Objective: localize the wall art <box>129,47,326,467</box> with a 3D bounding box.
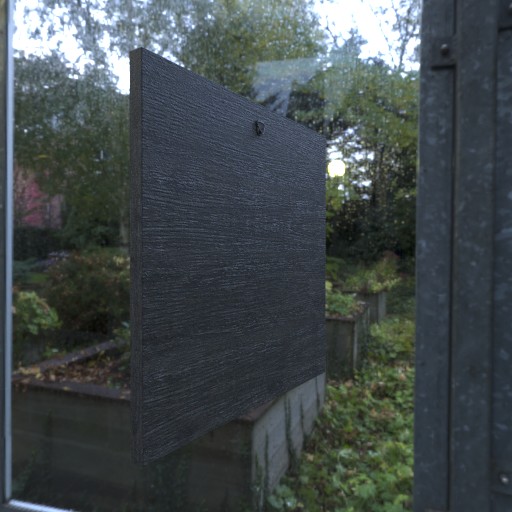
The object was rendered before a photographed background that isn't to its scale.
[{"bbox_3d":[0.000,0.000,0.678,0.027,0.459,0.462,0,1,34],"label":"wall art"}]
